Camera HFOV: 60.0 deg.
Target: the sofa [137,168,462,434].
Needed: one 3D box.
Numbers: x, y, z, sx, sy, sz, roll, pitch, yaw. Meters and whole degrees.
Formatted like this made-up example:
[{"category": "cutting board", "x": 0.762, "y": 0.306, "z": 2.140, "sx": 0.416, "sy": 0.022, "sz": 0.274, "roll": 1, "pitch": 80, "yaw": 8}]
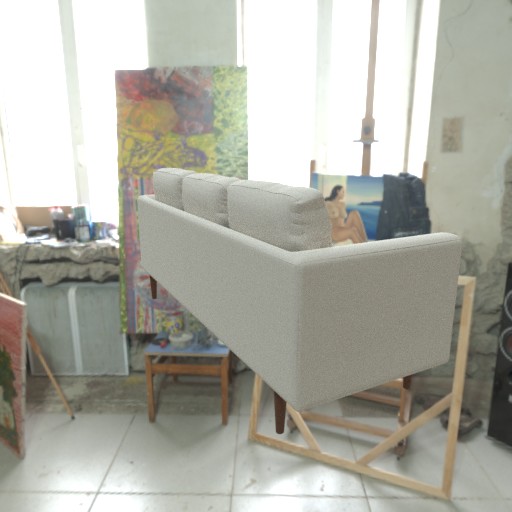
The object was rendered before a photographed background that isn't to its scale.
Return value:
[{"category": "sofa", "x": 0.000, "y": 0.000, "z": 2.460, "sx": 0.802, "sy": 0.912, "sz": 2.029, "roll": -8, "pitch": 16, "yaw": -27}]
